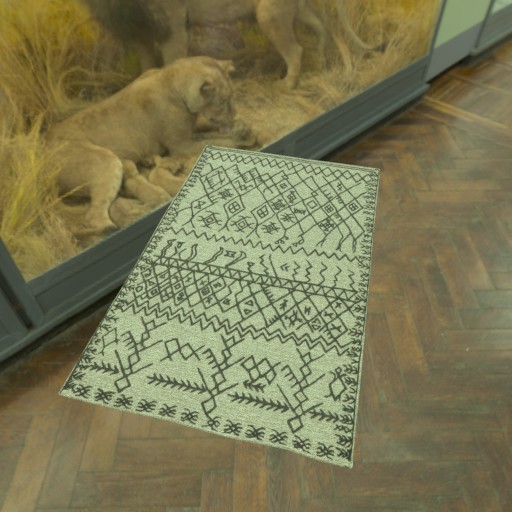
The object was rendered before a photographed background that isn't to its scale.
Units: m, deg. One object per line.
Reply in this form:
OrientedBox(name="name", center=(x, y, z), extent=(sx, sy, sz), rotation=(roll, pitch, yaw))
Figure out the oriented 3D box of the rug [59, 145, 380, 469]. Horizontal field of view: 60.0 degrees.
OrientedBox(name="rug", center=(0.000, 0.000, 4.706), extent=(2.393, 0.019, 3.824), rotation=(10, 47, 10))
